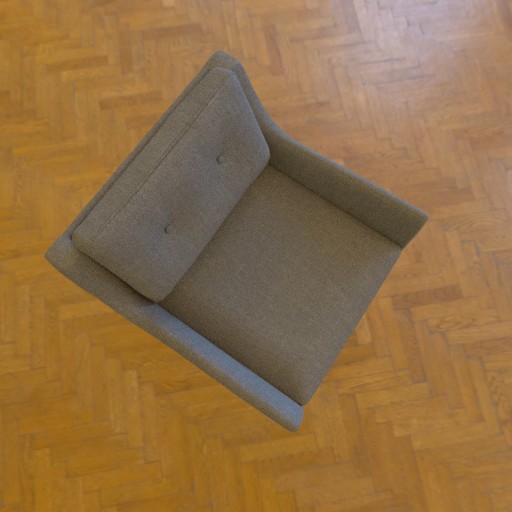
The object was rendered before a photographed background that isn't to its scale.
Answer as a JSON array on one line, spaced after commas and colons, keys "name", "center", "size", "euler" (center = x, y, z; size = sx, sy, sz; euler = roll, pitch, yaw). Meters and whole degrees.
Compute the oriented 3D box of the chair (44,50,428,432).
[{"name": "chair", "center": [0.000, 0.000, 1.545], "size": [0.849, 0.828, 0.847], "euler": [33, 77, 9]}]
